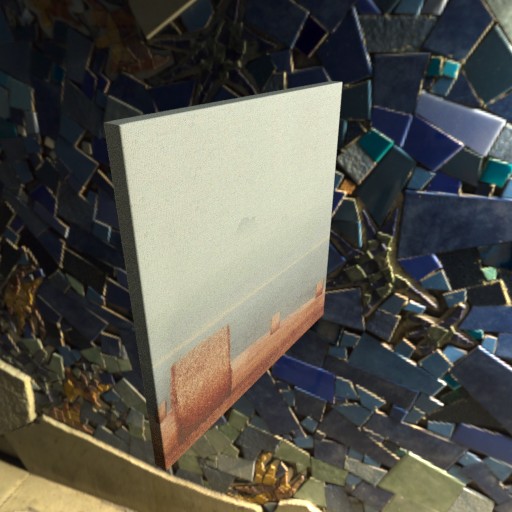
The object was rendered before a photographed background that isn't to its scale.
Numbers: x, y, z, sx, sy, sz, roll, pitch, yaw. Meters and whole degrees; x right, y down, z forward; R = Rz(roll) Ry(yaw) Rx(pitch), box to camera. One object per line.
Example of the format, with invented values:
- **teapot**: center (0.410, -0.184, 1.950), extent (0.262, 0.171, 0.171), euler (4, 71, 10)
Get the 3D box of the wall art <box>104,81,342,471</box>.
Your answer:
- **wall art**: center (0.000, 0.000, 0.885), extent (0.034, 0.605, 0.605), euler (18, 32, 31)
